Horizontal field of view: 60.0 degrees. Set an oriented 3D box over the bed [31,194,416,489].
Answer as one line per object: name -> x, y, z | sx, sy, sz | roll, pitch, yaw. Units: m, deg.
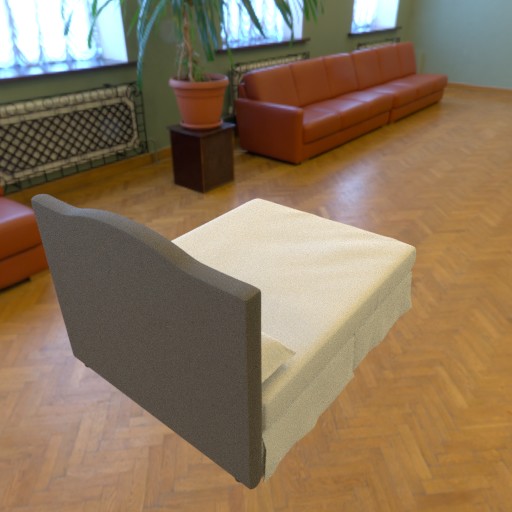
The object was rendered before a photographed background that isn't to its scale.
bed -> 0.000, 0.000, 3.325 | 1.821, 1.436, 2.282 | 22, 37, 32
